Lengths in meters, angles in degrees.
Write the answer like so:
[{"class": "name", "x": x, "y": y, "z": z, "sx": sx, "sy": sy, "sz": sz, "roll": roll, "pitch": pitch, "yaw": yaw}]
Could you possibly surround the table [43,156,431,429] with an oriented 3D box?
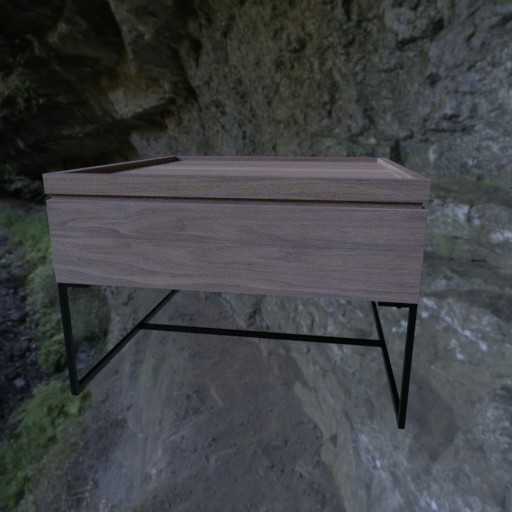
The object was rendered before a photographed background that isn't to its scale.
[{"class": "table", "x": 0.000, "y": 0.000, "z": 1.137, "sx": 0.679, "sy": 0.464, "sz": 0.676, "roll": 3, "pitch": 16, "yaw": 9}]
